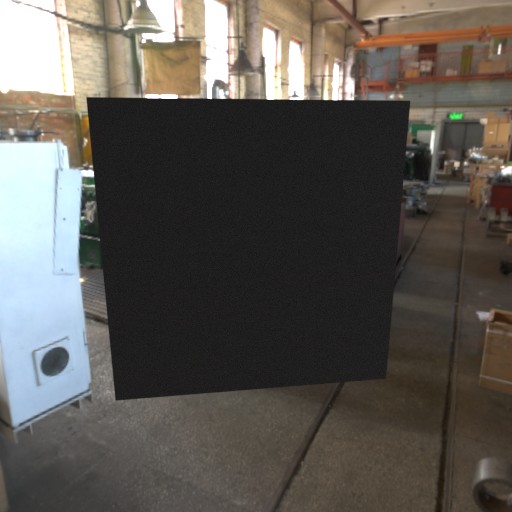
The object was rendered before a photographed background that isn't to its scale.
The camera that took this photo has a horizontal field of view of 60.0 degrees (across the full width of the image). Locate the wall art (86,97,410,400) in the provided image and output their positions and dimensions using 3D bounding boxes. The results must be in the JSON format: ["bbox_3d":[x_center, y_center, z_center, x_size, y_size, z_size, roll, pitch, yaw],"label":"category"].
[{"bbox_3d":[0.000,0.000,0.686,0.456,0.458,0.013,-2,16,-8],"label":"wall art"}]
